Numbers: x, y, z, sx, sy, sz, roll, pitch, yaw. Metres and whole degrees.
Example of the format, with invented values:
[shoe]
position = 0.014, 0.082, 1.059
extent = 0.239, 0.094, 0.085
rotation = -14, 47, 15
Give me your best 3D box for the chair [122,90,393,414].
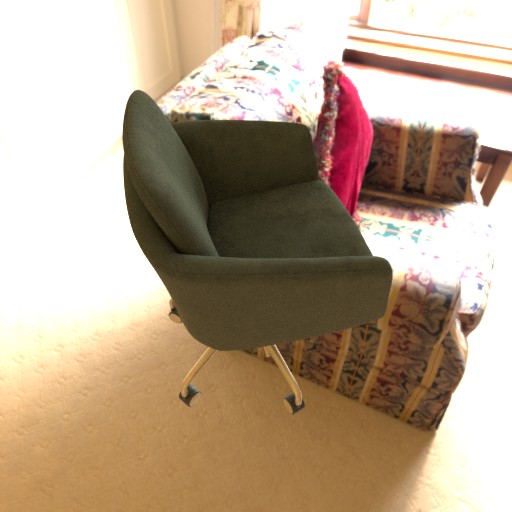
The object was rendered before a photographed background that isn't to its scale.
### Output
[chair]
position = 0.000, 0.000, 1.320
extent = 0.635, 0.908, 0.641
rotation = -10, 47, -9
